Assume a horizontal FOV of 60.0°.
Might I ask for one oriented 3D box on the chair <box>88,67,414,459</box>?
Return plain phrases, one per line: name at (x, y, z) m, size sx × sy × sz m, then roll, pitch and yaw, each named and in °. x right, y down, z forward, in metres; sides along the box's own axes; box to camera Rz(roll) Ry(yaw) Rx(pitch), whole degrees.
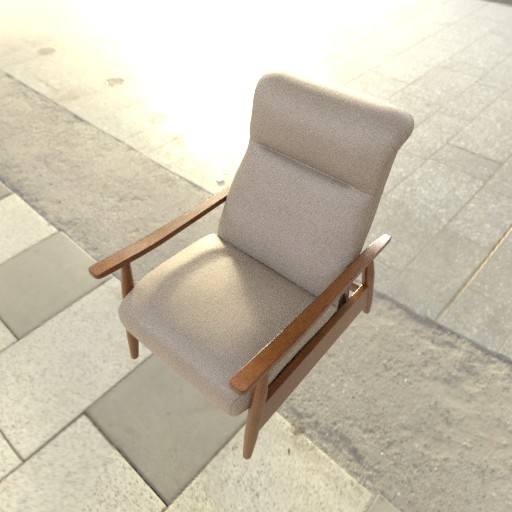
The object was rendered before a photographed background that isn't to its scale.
chair at (0.000, 0.000, 1.790) m, size 0.762 × 1.082 × 1.032 m, roll 31°, pitch 54°, yaw 26°
